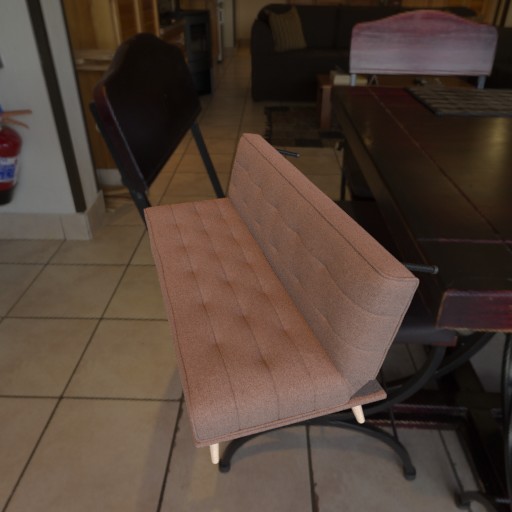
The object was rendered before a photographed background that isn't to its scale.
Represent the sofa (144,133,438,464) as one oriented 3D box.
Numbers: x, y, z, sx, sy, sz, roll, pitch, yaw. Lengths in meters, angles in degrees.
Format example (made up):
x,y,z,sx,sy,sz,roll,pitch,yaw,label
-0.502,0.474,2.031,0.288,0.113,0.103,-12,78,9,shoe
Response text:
x,y,z,sx,sy,sz,roll,pitch,yaw,label
0.000,0.000,2.357,1.038,0.810,1.820,-9,32,-15,sofa
